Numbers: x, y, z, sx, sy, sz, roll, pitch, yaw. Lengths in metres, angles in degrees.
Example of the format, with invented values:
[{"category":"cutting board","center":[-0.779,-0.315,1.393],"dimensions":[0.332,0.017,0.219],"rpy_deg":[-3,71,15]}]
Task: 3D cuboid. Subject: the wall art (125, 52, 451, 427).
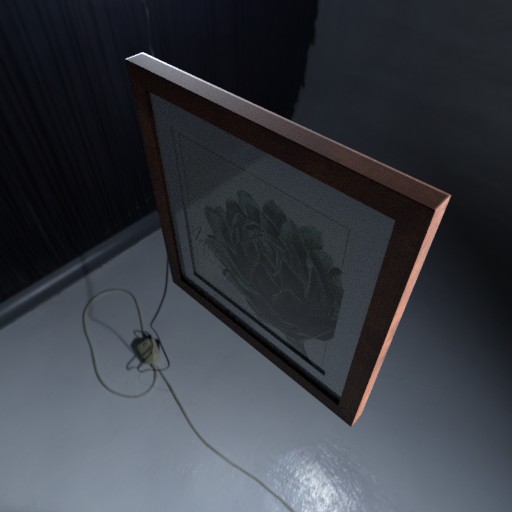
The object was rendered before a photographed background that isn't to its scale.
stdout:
[{"category":"wall art","center":[0.000,0.000,0.817],"dimensions":[0.554,0.572,0.037],"rpy_deg":[34,56,28]}]
